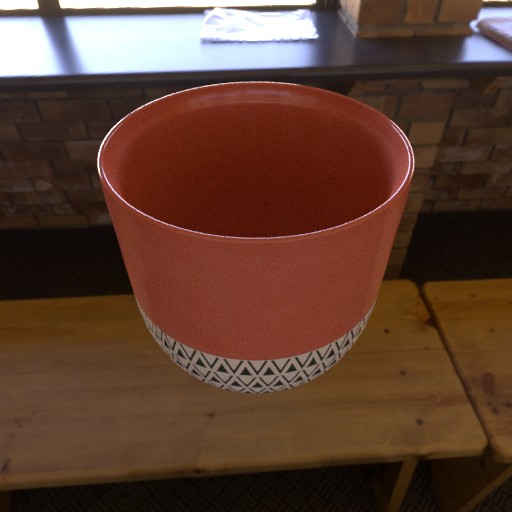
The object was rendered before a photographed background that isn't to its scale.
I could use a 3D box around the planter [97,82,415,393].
[{"bbox_3d":[0.000,0.000,0.474,0.266,0.270,0.266,0,43,0],"label":"planter"}]
